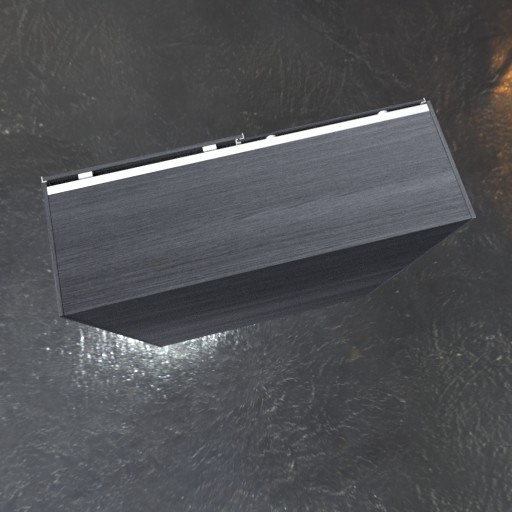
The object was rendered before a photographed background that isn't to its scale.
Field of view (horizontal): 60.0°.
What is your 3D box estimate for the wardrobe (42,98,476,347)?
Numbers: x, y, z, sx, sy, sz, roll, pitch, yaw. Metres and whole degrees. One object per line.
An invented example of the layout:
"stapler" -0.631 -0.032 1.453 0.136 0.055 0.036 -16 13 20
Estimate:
"wardrobe" 0.000 0.000 2.853 1.780 1.960 0.629 -13 75 -4
